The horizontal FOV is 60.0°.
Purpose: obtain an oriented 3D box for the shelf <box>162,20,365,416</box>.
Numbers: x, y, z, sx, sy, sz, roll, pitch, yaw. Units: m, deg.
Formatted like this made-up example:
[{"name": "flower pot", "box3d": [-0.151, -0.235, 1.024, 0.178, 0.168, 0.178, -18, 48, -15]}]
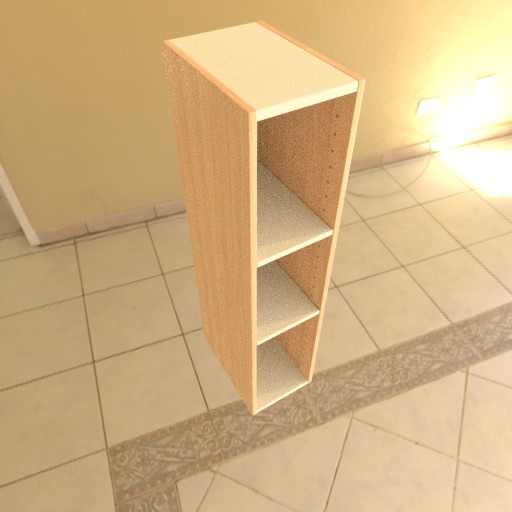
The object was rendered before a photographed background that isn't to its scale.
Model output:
[{"name": "shelf", "box3d": [0.000, 0.000, 1.008, 0.197, 0.882, 0.290, -23, 50, -21]}]
